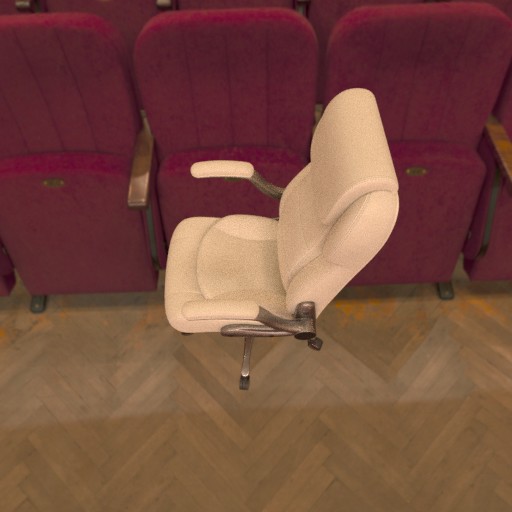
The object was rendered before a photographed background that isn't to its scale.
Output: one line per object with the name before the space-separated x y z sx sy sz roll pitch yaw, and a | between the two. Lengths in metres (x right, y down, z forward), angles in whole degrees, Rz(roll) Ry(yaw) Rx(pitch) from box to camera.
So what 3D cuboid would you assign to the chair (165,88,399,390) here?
chair | 0.000 0.000 1.854 0.806 1.330 0.755 -1 57 -1
